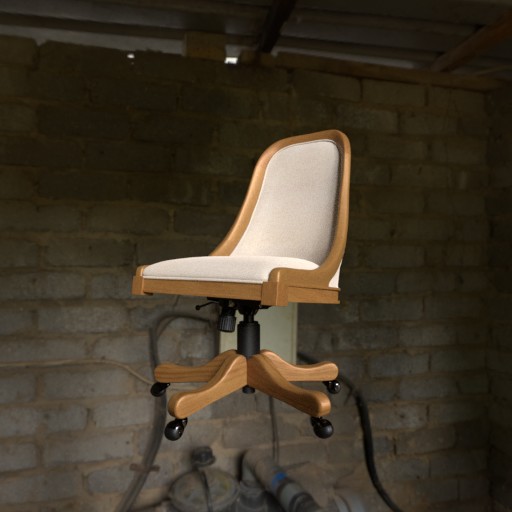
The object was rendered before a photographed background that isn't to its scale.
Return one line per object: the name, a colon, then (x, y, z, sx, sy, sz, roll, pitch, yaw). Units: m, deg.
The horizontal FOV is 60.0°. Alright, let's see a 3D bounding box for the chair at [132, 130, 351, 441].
chair: (0.000, 0.000, 1.520, 0.702, 1.009, 0.811, 0, 0, 37)
